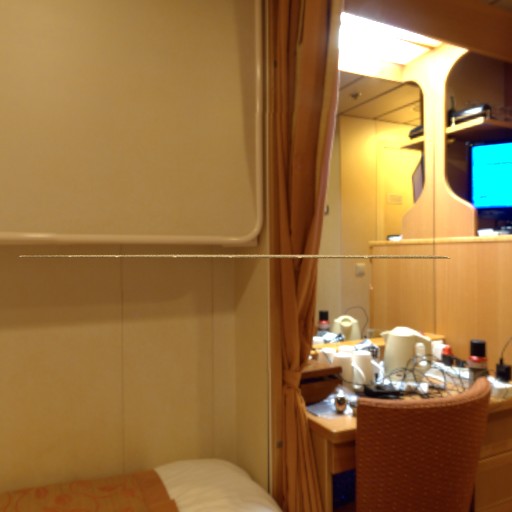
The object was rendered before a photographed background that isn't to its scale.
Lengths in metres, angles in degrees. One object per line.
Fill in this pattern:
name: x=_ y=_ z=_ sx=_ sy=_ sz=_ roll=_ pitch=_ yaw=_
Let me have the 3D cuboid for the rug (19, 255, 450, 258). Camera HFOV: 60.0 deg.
rug: x=0.000 y=0.000 z=4.129 sx=3.062 sy=0.012 sz=2.457 roll=0 pitch=0 yaw=17
